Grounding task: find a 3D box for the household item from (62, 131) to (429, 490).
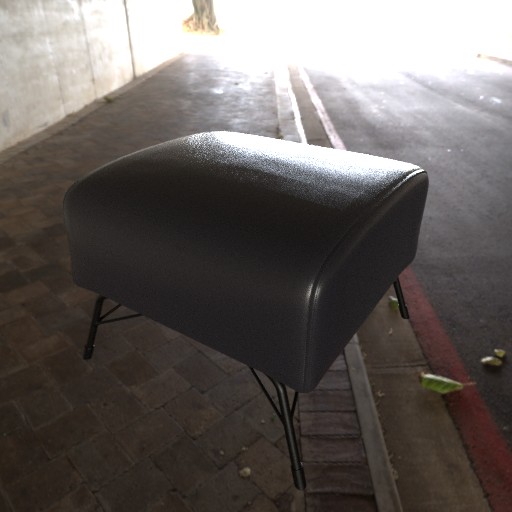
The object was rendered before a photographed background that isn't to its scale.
[{"bbox_3d":[0.000,0.000,0.892,0.530,0.410,0.530,18,34,29],"label":"household item"}]
